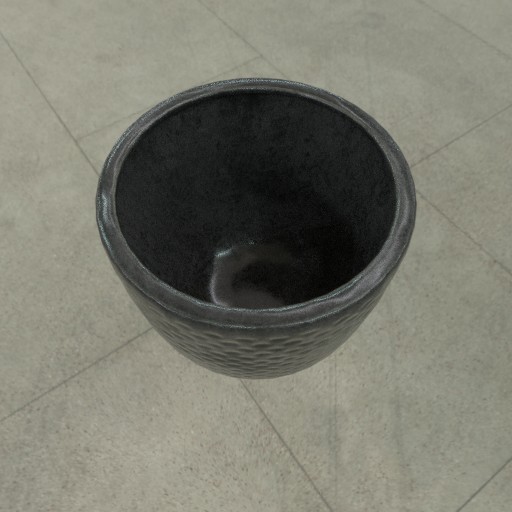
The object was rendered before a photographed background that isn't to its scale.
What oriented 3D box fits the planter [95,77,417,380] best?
[{"bbox_3d":[0.000,0.000,0.305,0.172,0.160,0.172,0,59,0],"label":"planter"}]
